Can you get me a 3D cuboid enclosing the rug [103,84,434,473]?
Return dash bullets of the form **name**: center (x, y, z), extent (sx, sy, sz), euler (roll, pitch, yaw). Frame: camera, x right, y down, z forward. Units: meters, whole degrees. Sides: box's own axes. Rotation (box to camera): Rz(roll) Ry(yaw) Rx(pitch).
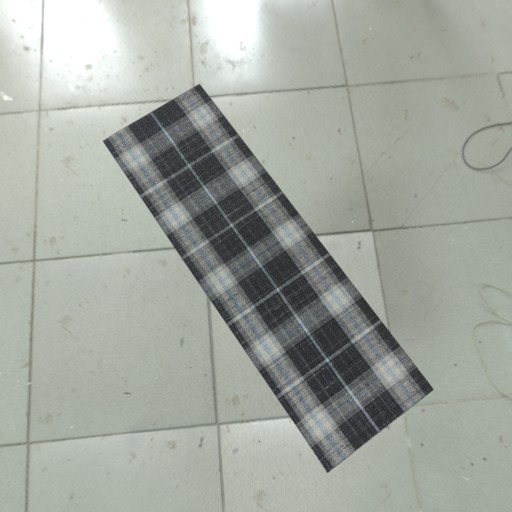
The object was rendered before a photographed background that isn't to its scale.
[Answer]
- **rug**: center (0.000, 0.000, 2.704), extent (0.760, 0.012, 2.434), euler (-34, 78, -8)
